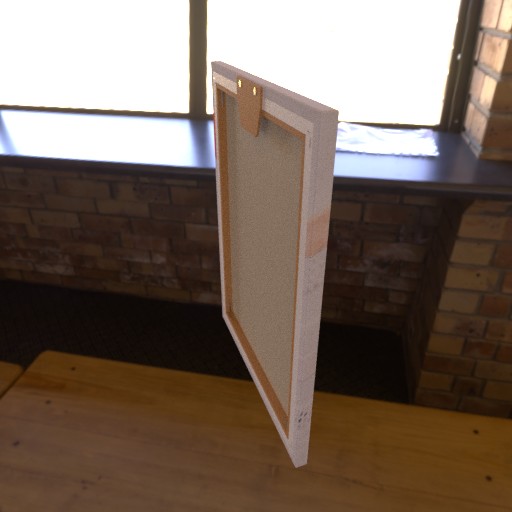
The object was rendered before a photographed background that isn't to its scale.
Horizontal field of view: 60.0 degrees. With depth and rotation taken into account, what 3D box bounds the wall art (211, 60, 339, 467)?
[{"bbox_3d":[0.000,0.000,1.350,0.045,1.014,0.759,-10,32,-17],"label":"wall art"}]
